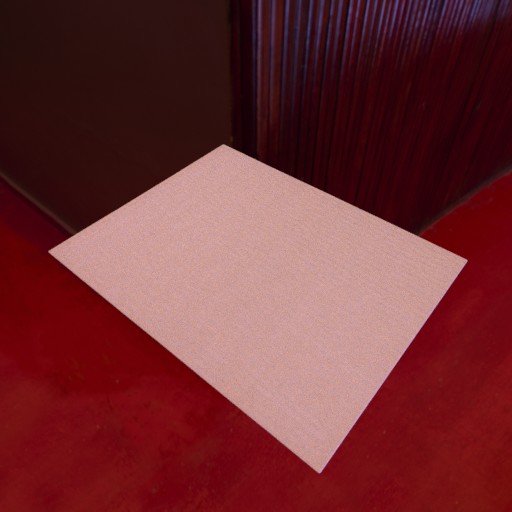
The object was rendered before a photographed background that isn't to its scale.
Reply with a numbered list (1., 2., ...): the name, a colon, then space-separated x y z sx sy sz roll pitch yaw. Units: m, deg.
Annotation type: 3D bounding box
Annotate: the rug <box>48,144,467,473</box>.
1. rug: 0.000 0.000 4.107 3.055 0.021 2.410 31 53 27
